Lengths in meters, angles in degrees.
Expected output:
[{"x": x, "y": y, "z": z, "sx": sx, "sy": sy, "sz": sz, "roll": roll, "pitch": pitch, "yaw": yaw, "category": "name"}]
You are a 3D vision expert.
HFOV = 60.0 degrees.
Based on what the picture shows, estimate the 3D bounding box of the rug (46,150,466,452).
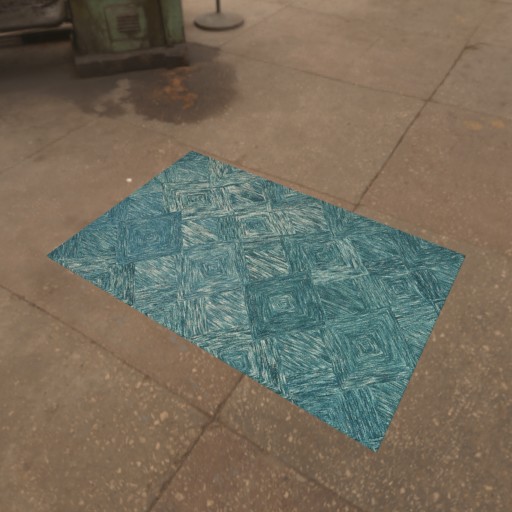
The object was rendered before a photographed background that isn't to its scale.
[{"x": 0.000, "y": 0.000, "z": 2.874, "sx": 2.277, "sy": 0.015, "sz": 1.490, "roll": 25, "pitch": 51, "yaw": 23, "category": "rug"}]
